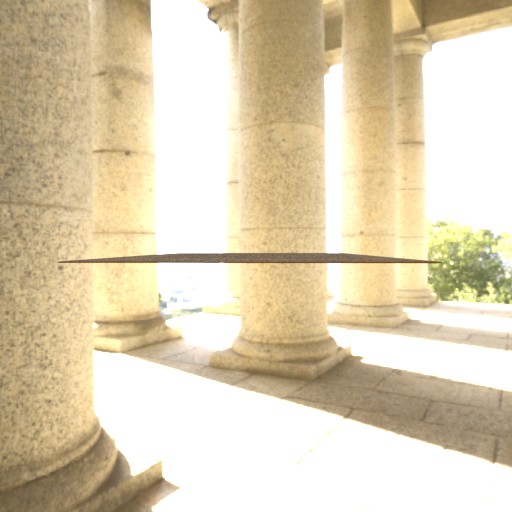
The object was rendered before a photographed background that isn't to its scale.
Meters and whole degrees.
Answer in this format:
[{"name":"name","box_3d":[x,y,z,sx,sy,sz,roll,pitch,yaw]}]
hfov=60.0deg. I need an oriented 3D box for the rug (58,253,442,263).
[{"name":"rug","box_3d":[0.000,0.000,2.922,1.525,0.007,2.336,0,1,2]}]
